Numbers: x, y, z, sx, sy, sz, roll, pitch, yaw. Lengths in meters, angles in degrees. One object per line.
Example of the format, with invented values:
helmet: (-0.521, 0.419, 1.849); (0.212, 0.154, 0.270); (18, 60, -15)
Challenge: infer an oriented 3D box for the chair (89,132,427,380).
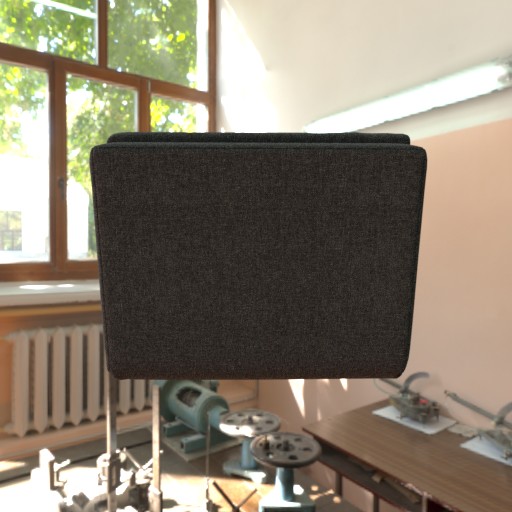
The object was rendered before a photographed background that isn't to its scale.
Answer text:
chair: (0.000, 0.000, 1.328); (0.740, 0.615, 0.800); (0, 1, -1)
